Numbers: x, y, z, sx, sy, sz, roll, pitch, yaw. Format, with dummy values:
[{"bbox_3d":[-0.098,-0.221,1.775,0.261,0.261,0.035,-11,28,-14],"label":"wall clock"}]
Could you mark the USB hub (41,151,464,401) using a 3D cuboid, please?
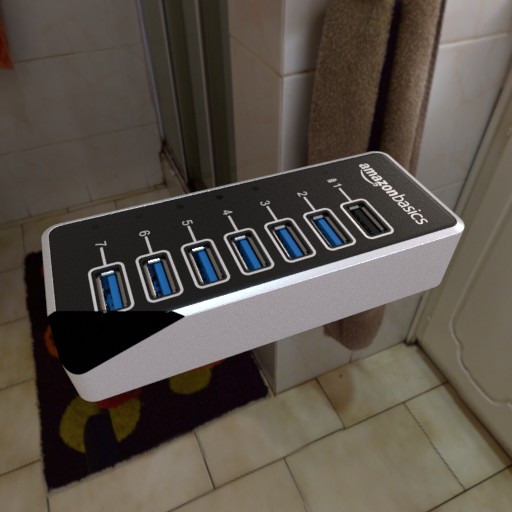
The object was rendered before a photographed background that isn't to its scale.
[{"bbox_3d":[0.000,0.000,0.129,0.110,0.023,0.044,-16,47,-15],"label":"USB hub"}]
